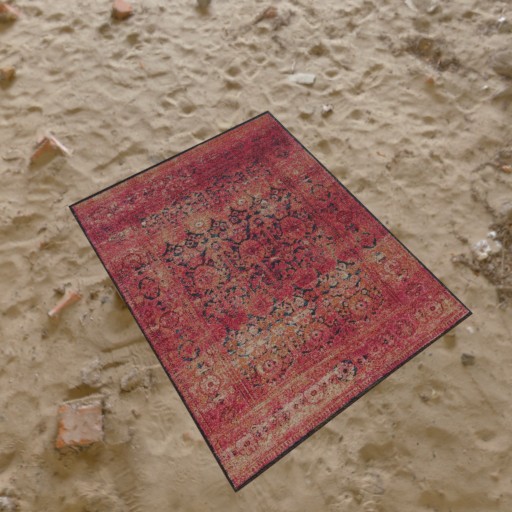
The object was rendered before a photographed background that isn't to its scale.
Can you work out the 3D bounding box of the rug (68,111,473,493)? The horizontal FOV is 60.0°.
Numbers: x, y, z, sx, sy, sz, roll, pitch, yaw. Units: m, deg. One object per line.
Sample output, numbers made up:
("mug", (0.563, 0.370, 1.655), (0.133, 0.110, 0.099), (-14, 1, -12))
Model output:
("rug", (0.000, 0.000, 4.068), (2.411, 0.020, 3.032), (-30, 64, -17))
